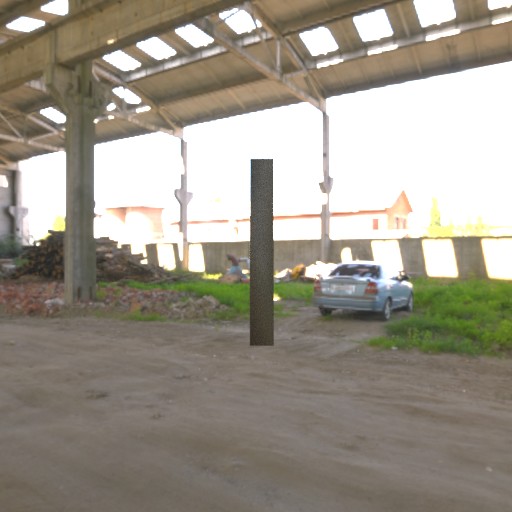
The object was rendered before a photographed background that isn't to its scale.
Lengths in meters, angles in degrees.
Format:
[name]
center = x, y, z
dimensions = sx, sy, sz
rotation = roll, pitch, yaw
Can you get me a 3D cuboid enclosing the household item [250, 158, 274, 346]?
[household item]
center = 0.000, 0.000, 1.057
dimensions = 0.030, 0.236, 1.001
rotation = 0, -1, -1
